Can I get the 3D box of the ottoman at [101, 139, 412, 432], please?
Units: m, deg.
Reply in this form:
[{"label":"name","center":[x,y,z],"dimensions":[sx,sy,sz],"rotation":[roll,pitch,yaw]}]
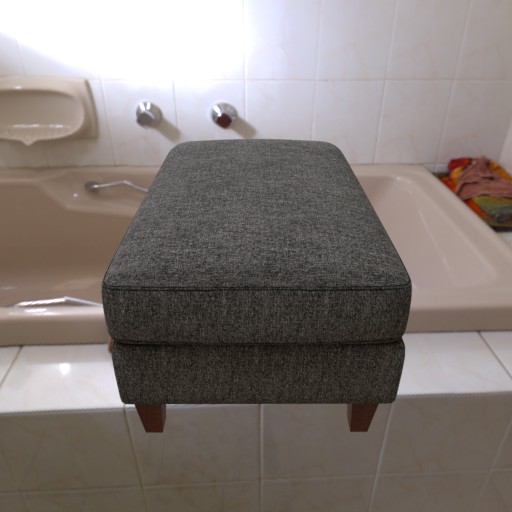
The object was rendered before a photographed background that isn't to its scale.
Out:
[{"label":"ottoman","center":[0.000,0.000,1.223],"dimensions":[0.584,0.483,0.864],"rotation":[0,31,0]}]
